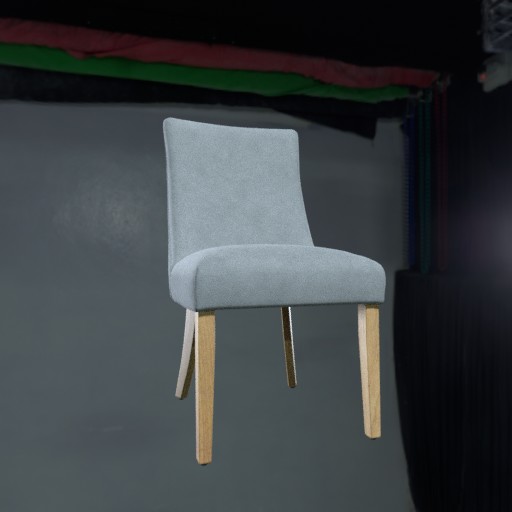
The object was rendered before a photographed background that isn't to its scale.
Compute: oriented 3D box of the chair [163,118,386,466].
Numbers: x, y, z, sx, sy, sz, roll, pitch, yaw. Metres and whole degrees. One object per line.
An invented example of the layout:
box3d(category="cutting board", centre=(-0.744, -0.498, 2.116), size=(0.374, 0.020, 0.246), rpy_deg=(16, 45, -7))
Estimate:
box3d(category="chair", centre=(0.000, 0.000, 1.289), size=(0.495, 0.902, 0.610), rpy_deg=(0, 0, -18))
